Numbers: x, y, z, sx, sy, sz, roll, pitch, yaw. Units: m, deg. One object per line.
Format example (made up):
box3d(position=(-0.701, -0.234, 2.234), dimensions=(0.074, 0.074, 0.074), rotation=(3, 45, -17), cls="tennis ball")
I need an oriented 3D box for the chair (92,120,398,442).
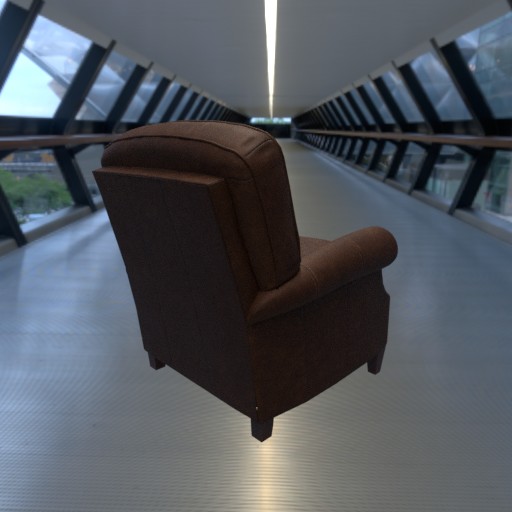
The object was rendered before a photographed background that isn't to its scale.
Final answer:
box3d(position=(0.000, 0.000, 1.767), dimensions=(0.986, 1.018, 0.936), rotation=(-14, 20, -42), cls="chair")
